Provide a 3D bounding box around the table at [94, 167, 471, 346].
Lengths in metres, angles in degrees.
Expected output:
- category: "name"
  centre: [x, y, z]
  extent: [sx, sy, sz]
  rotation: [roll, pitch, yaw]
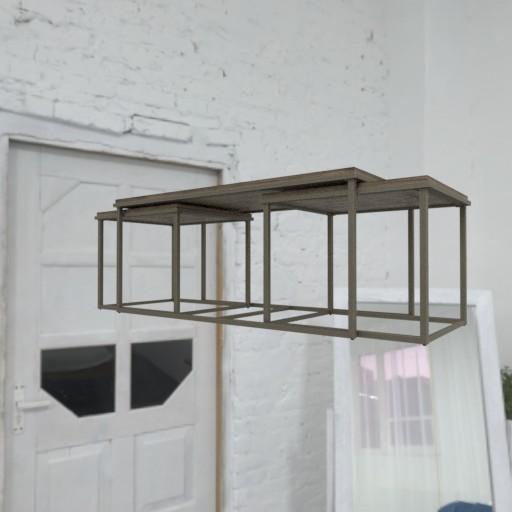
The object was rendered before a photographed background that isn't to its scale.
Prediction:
- category: "table"
  centre: [0.000, 0.000, 1.568]
  extent: [1.312, 0.427, 0.489]
  rotation: [-1, -1, 37]
